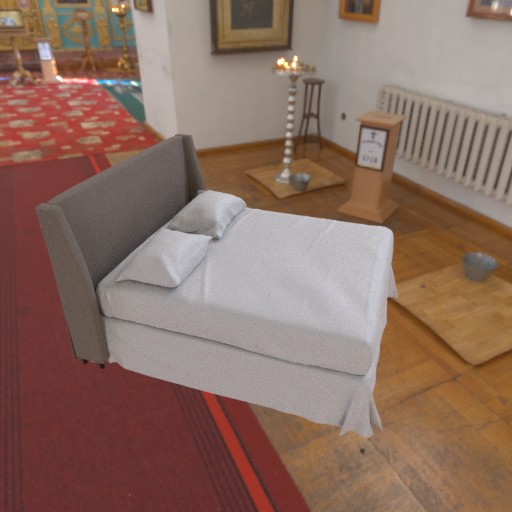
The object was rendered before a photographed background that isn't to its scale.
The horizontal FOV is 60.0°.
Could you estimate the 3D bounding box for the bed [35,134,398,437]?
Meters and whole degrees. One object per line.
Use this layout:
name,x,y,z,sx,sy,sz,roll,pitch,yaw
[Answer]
bed,0.000,0.000,3.516,2.276,1.332,1.925,10,31,17
